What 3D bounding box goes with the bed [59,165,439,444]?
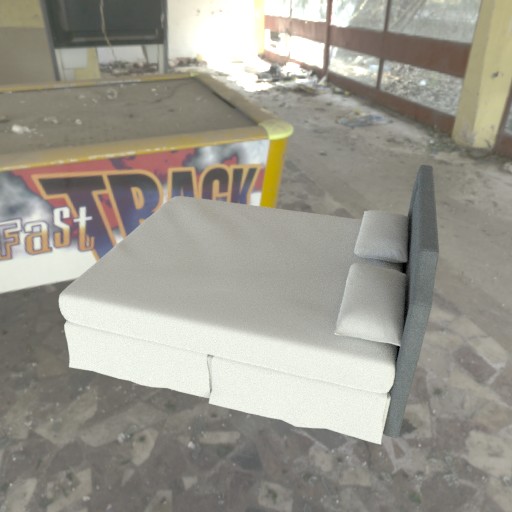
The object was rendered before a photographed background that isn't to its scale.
[{"bbox_3d":[0.000,0.000,3.546,2.464,1.306,1.977,9,32,15],"label":"bed"}]
